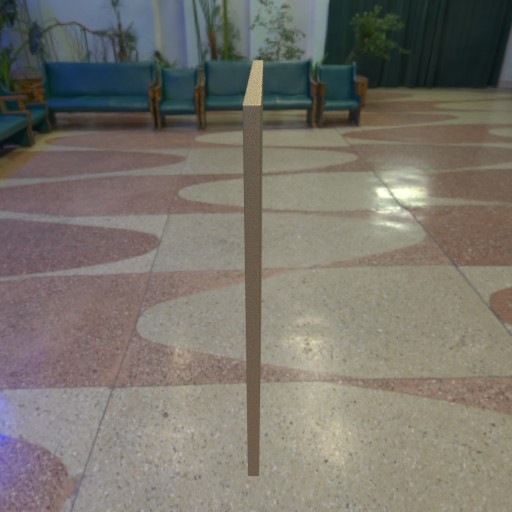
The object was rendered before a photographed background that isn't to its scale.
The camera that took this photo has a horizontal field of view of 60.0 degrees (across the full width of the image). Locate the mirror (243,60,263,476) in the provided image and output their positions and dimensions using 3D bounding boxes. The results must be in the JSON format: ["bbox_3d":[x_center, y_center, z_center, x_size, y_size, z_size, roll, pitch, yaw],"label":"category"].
[{"bbox_3d":[0.000,0.000,1.348,0.032,1.023,0.756,1,29,1],"label":"mirror"}]
